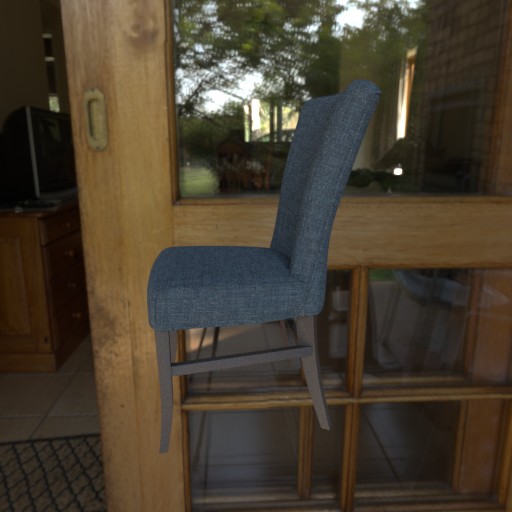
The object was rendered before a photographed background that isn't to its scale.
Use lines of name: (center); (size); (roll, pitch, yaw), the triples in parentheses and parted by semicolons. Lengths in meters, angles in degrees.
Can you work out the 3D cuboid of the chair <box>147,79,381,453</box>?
chair: (0.000, 0.000, 1.394); (0.660, 0.991, 0.520); (-2, 14, -8)
